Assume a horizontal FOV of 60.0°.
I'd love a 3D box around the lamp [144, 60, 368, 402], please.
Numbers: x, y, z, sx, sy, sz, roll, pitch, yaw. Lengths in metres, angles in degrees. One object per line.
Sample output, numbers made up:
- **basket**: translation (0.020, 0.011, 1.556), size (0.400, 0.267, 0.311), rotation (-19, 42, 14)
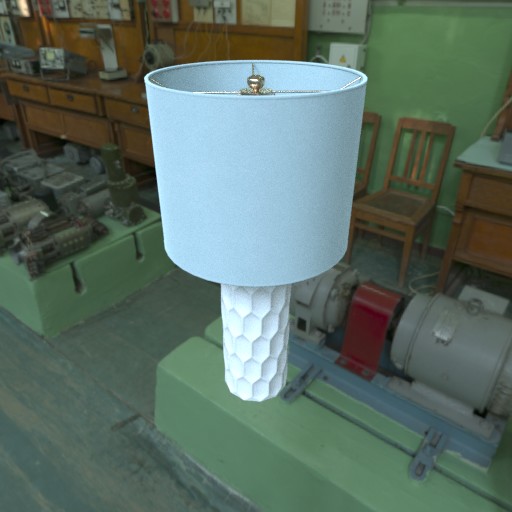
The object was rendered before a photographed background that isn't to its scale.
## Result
- **lamp**: translation (0.000, 0.000, 0.697), size (0.277, 0.534, 0.277), rotation (21, 36, 31)
